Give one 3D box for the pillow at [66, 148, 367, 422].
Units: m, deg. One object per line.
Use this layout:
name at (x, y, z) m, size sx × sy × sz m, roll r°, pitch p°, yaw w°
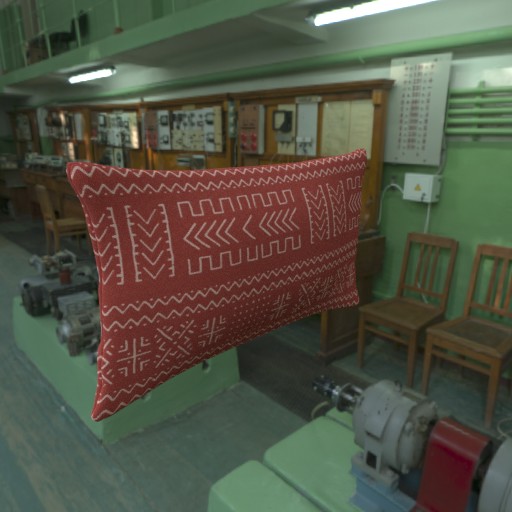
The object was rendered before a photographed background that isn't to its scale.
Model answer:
pillow at (0.000, 0.000, 0.778) m, size 0.640 × 0.352 × 0.130 m, roll -15°, pitch 21°, yaw -42°
